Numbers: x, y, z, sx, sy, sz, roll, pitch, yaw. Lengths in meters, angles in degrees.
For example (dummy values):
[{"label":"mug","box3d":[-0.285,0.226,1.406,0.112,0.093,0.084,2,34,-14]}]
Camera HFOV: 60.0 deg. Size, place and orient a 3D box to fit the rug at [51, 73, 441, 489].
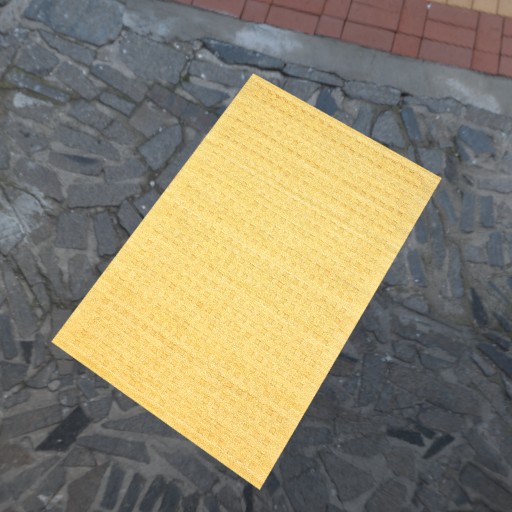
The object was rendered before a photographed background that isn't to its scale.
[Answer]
[{"label":"rug","box3d":[0.000,0.000,2.872,1.524,0.006,2.286,32,77,8]}]
